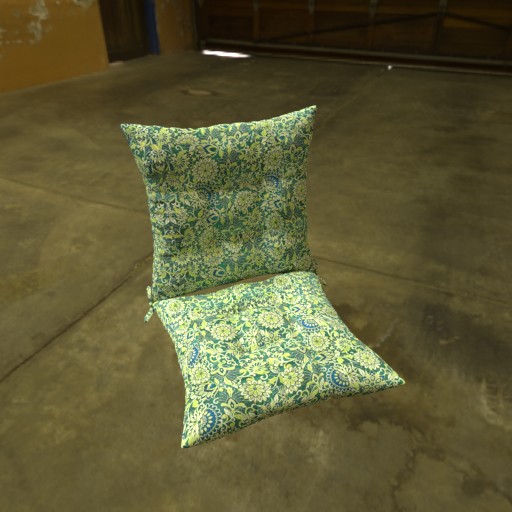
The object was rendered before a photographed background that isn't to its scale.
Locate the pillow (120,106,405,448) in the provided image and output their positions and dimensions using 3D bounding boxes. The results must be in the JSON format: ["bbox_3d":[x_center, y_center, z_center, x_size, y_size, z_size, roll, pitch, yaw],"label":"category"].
[{"bbox_3d":[0.000,0.000,1.035,0.541,0.536,0.585,-10,33,-16],"label":"pillow"}]
